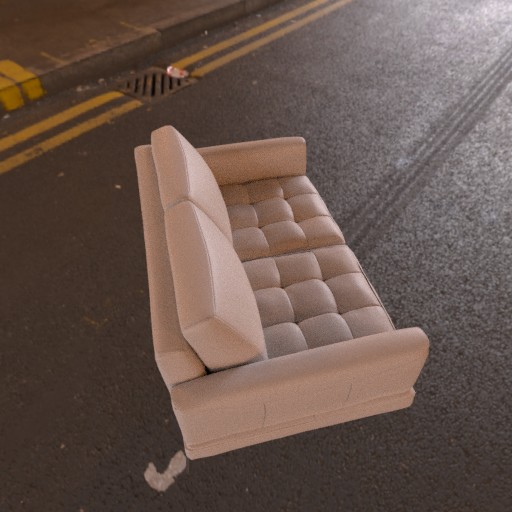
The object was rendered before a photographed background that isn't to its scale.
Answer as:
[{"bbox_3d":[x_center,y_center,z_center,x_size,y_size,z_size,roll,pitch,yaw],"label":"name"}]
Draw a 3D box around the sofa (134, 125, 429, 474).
[{"bbox_3d":[0.000,0.000,2.431,1.121,0.930,1.819,-10,46,-10],"label":"sofa"}]
